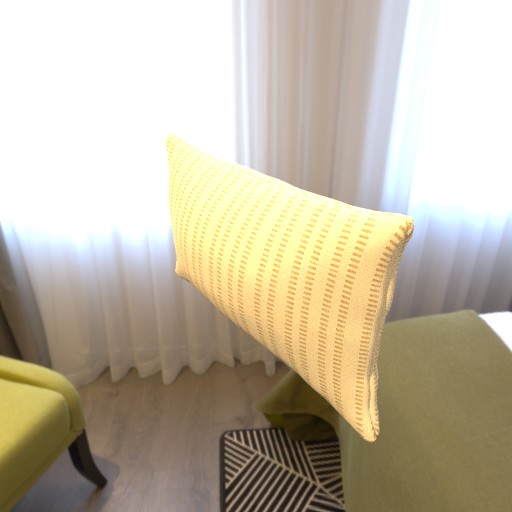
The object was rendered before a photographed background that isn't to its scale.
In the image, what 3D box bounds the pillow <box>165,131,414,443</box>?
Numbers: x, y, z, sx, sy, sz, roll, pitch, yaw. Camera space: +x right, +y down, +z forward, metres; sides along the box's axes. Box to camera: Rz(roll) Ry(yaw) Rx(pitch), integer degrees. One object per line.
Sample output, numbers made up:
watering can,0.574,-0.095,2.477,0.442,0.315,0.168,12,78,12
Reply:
pillow,0.000,0.000,0.813,0.210,0.353,0.640,-18,31,-31
